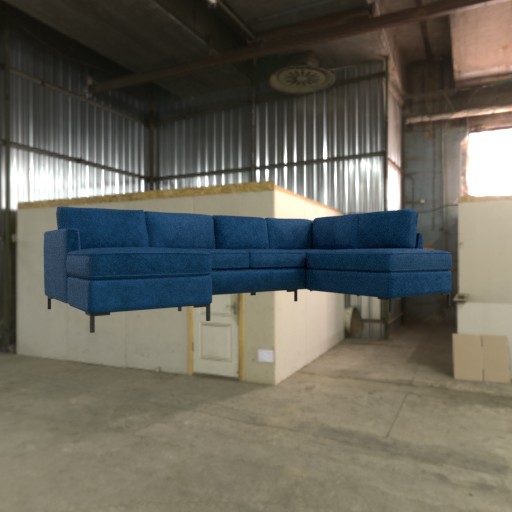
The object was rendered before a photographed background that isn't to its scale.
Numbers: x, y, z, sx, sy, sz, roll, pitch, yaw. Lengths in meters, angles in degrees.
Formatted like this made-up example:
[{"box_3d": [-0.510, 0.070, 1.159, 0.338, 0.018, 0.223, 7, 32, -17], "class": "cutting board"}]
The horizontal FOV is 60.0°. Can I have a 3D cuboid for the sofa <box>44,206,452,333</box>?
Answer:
[{"box_3d": [0.000, 0.000, 4.284, 3.434, 0.992, 2.055, 0, 1, -36], "class": "sofa"}]
